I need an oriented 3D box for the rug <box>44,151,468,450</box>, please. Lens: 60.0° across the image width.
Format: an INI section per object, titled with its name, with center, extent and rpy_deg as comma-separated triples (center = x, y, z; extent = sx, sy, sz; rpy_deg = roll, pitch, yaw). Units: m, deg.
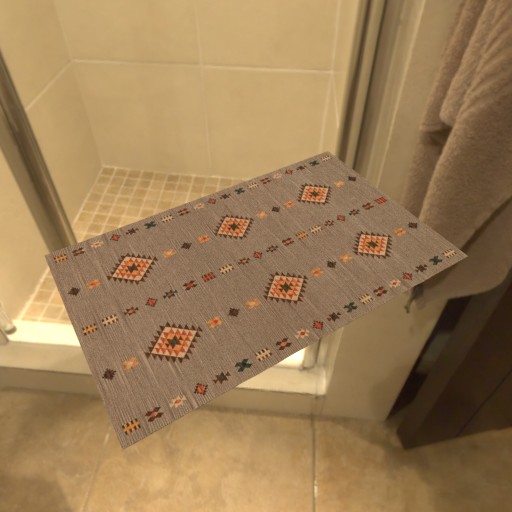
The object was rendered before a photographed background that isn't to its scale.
[rug]
center = 0.000, 0.000, 2.993
extent = 2.427, 0.007, 1.515
rpy_deg = -24, 50, -22
